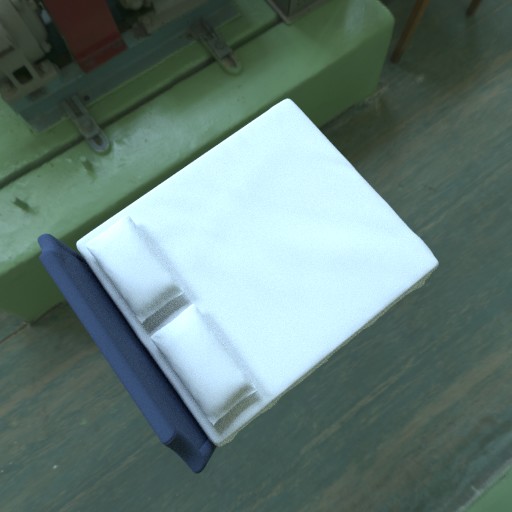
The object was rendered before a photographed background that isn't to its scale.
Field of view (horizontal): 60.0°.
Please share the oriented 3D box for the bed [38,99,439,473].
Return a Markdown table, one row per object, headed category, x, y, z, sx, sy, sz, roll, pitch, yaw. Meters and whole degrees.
| category | x | y | z | sx | sy | sz | roll | pitch | yaw |
| --- | --- | --- | --- | --- | --- | --- | --- | --- | --- |
| bed | 0.000 | 0.000 | 3.990 | 2.773 | 1.488 | 2.350 | -37 | 78 | -9 |
